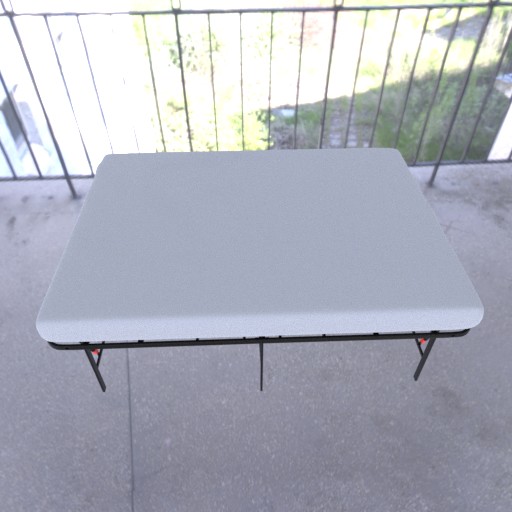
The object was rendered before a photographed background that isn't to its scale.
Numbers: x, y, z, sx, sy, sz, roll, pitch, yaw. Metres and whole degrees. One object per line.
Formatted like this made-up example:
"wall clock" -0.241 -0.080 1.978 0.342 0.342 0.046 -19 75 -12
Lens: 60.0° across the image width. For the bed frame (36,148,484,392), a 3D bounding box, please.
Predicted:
"bed frame" 0.000 0.000 2.507 1.905 0.637 1.372 -2 43 -2
